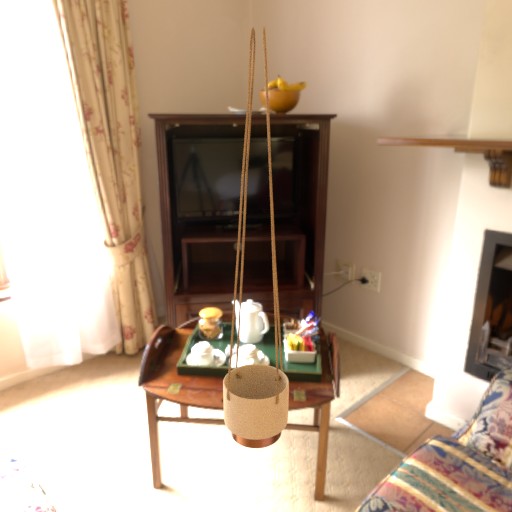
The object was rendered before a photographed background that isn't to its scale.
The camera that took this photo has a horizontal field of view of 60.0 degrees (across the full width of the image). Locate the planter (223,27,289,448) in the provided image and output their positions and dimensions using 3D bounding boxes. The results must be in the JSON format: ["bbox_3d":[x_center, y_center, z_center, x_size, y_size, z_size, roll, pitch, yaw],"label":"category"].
[{"bbox_3d":[0.000,0.000,0.900,0.146,0.841,0.146,2,17,7],"label":"planter"}]
